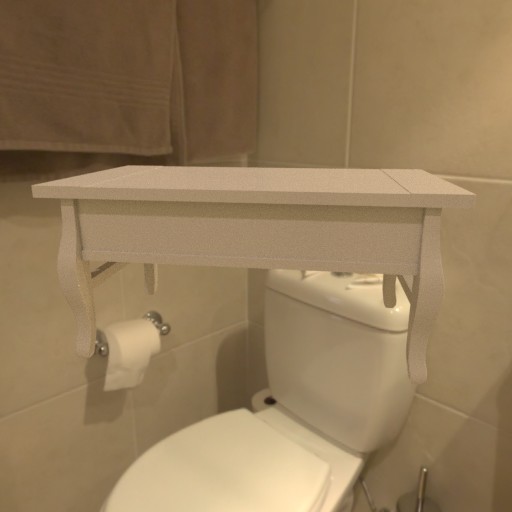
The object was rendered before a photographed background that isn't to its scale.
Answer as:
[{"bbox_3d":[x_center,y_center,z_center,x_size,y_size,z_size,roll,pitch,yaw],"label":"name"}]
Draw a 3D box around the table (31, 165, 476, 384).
[{"bbox_3d":[0.000,0.000,1.390,1.062,0.495,0.600,2,17,8],"label":"table"}]
